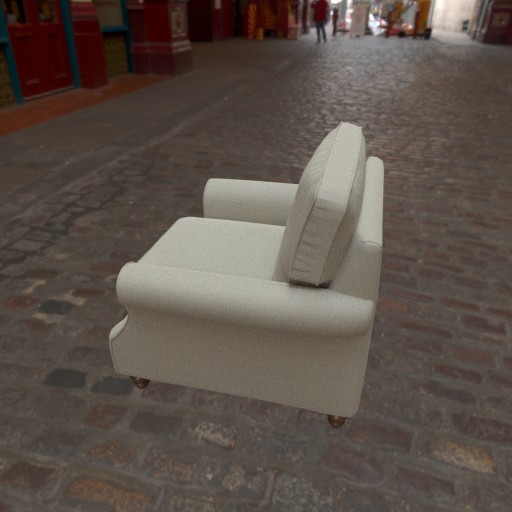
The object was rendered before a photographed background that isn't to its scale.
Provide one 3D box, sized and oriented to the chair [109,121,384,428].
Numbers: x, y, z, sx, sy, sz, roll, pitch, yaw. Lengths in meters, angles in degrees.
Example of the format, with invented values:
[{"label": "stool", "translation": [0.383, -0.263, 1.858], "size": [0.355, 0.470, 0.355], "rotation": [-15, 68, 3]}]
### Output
[{"label": "chair", "translation": [0.000, 0.000, 1.842], "size": [0.966, 0.967, 1.029], "rotation": [7, 31, 12]}]
